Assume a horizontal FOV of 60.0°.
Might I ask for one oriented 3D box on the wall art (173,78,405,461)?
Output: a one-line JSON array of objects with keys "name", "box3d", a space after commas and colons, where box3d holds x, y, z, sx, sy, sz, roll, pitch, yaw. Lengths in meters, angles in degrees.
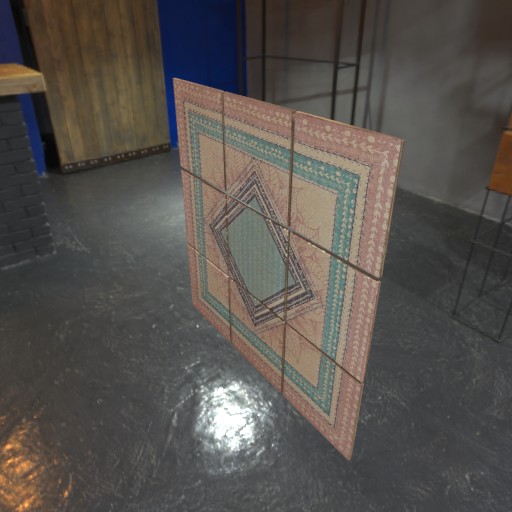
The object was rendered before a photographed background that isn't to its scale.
[{"name": "wall art", "box3d": [0.000, 0.000, 1.799, 0.013, 1.213, 1.215, -20, 35, -30]}]
